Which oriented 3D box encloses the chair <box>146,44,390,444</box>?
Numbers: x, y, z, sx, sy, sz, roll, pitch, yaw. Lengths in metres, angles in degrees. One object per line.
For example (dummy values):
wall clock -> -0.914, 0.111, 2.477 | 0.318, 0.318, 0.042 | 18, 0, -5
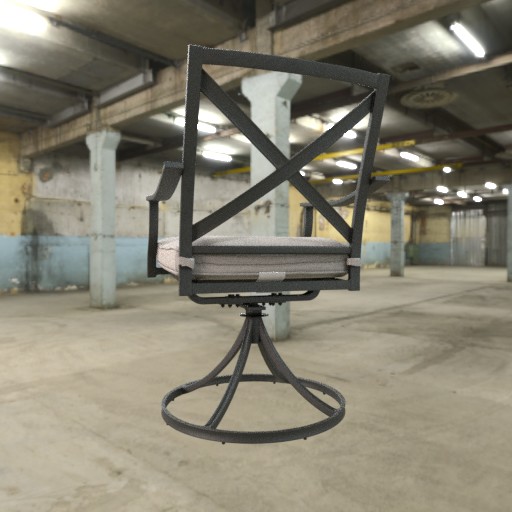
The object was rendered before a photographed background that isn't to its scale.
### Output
chair -> 0.000, 0.000, 1.274 | 0.575, 0.889, 0.620 | 0, 0, -19
